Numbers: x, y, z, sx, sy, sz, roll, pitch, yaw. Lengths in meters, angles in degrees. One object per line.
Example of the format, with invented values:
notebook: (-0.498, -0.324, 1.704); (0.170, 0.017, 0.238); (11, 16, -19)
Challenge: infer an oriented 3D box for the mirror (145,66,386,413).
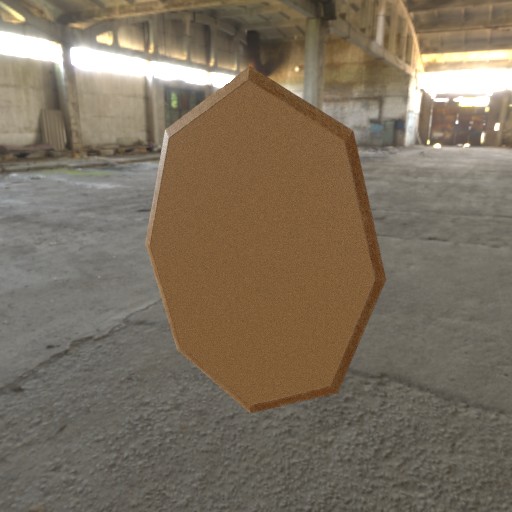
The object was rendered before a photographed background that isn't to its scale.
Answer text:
mirror: (0.000, 0.000, 0.983); (0.577, 0.774, 0.070); (8, 18, 26)
